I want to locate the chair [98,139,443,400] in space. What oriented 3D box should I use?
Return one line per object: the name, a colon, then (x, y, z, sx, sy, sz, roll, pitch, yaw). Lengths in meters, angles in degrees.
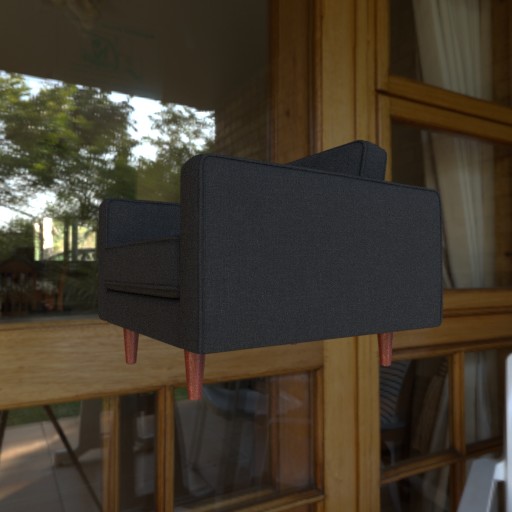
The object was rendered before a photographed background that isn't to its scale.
chair: (0.000, 0.000, 1.580, 0.919, 0.770, 0.899, 1, -2, -34)
